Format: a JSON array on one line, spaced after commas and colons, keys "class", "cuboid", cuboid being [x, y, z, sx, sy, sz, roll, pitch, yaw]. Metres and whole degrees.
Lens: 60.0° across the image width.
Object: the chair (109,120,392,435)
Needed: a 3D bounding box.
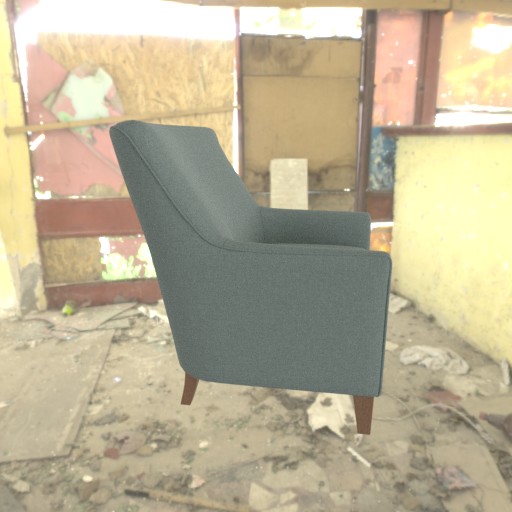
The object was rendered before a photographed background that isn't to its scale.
[{"class": "chair", "cuboid": [0.000, 0.000, 1.598, 0.879, 0.916, 0.756, 2, 15, 9]}]
